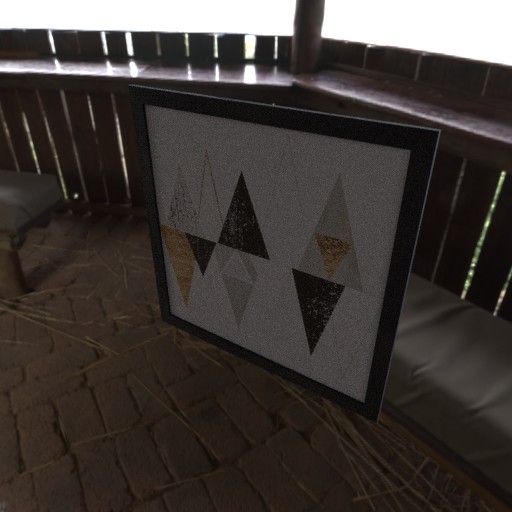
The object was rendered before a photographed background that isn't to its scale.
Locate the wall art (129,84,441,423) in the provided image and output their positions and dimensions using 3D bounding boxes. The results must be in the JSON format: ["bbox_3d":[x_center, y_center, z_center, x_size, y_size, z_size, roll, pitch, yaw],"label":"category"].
[{"bbox_3d":[0.000,0.000,1.235,0.823,0.823,0.013,19,36,28],"label":"wall art"}]
